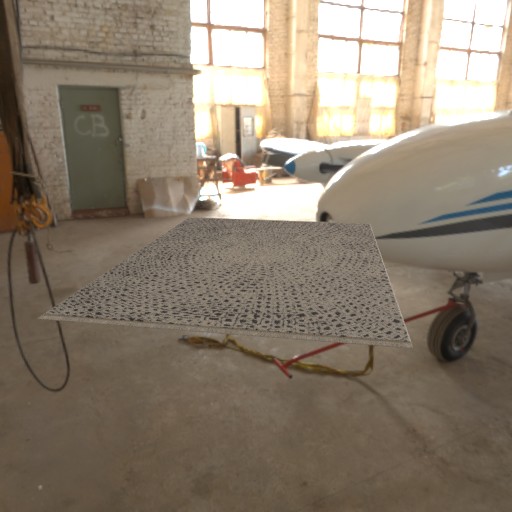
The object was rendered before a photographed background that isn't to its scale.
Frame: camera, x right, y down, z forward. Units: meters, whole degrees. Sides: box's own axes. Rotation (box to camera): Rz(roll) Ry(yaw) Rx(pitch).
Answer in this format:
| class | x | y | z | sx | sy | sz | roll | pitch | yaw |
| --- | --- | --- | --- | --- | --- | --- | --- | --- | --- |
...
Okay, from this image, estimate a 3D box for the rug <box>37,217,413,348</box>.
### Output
| class | x | y | z | sx | sy | sz | roll | pitch | yaw |
| --- | --- | --- | --- | --- | --- | --- | --- | --- | --- |
| rug | 0.000 | 0.000 | 2.134 | 1.190 | 0.003 | 1.634 | 3 | 17 | 9 |
